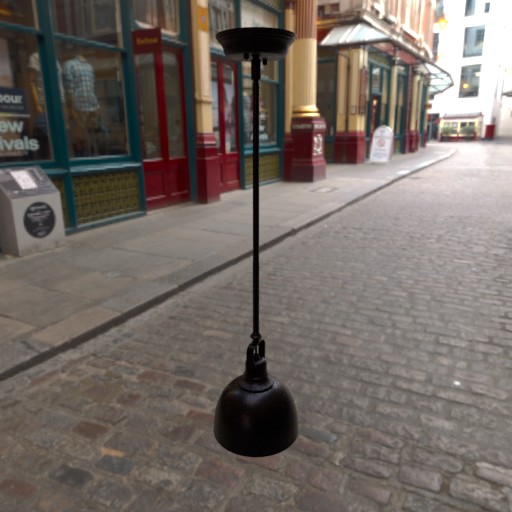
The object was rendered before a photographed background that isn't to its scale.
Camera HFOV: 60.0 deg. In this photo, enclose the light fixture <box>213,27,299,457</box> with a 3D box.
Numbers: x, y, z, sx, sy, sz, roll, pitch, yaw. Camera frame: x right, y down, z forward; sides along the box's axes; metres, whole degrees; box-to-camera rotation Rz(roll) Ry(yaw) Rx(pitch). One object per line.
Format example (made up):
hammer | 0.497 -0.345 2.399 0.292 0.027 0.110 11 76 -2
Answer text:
light fixture | 0.000 0.000 0.849 0.182 0.768 0.182 7 17 25
